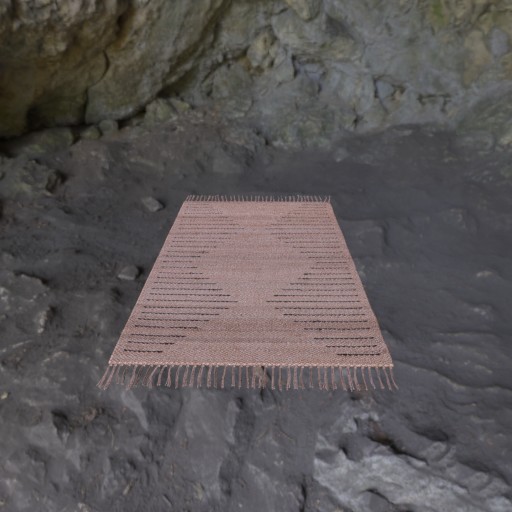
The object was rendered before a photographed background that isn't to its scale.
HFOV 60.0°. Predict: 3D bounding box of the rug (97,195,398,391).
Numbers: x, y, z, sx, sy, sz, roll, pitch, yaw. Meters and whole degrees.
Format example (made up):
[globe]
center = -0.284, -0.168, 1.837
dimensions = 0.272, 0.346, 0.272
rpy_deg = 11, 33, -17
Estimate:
[rug]
center = 0.000, 0.000, 2.039
dimensions = 0.905, 0.017, 1.718
rpy_deg = 0, 27, 1
